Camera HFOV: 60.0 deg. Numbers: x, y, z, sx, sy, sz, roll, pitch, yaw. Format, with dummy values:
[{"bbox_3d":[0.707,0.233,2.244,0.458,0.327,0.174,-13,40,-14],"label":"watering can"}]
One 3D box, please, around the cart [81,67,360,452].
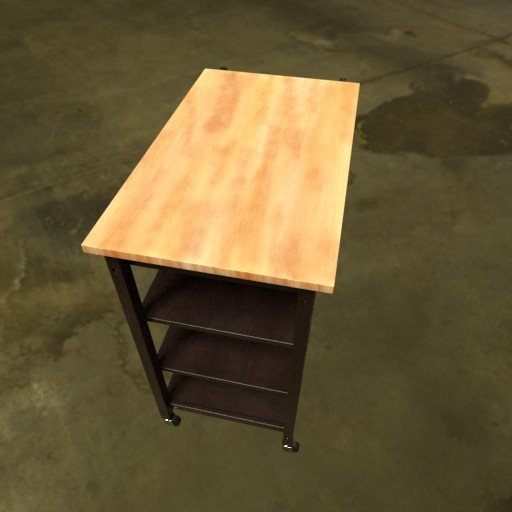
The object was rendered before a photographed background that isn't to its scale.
[{"bbox_3d":[0.000,0.000,1.413,0.472,0.878,0.914,9,47,9],"label":"cart"}]
